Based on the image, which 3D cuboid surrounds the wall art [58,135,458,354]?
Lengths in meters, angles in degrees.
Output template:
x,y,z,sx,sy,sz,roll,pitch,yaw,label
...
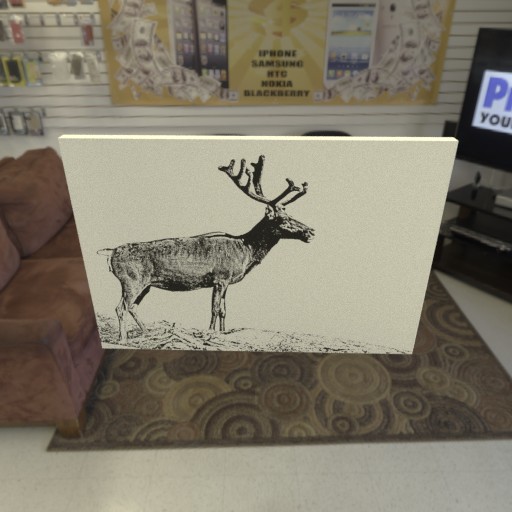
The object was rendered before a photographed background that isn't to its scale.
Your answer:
x,y,z,sx,sy,sz,roll,pitch,yaw,label
0.000,0.000,1.162,0.906,0.617,0.033,1,29,1,wall art
